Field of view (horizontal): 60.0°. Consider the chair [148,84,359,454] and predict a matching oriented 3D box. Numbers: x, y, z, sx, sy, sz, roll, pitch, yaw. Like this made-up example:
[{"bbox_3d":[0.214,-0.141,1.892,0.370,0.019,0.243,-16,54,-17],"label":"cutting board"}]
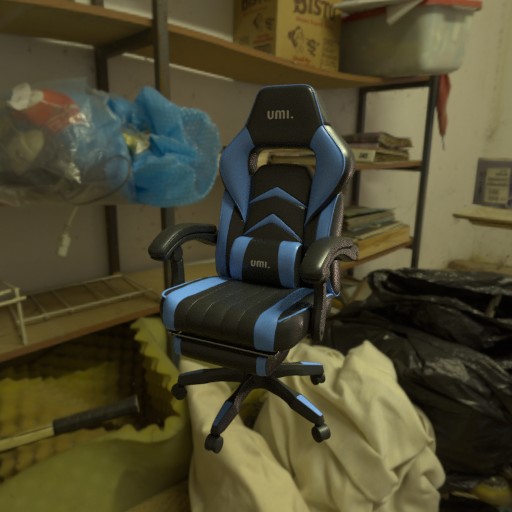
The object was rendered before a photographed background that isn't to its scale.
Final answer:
[{"bbox_3d":[0.000,0.000,1.691,0.700,1.280,0.700,7,16,26],"label":"chair"}]
